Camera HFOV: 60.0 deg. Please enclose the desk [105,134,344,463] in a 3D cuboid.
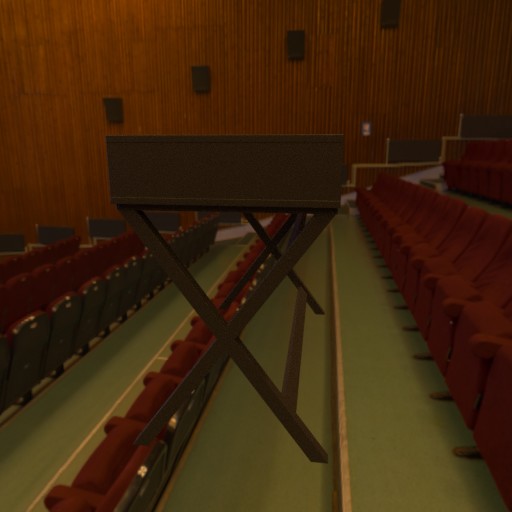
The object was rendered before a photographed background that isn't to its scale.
[{"bbox_3d":[0.000,0.000,1.520,0.504,0.780,1.057,2,14,8],"label":"desk"}]
